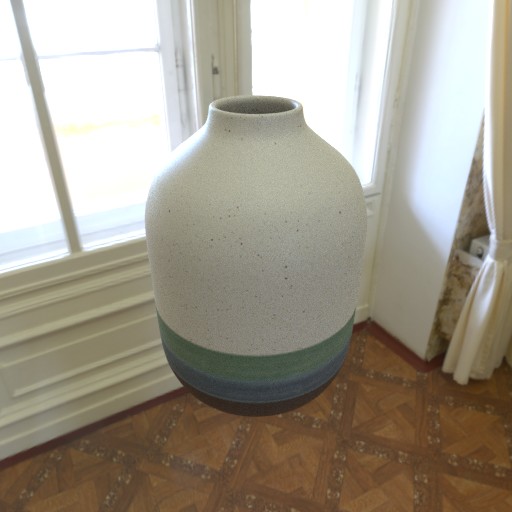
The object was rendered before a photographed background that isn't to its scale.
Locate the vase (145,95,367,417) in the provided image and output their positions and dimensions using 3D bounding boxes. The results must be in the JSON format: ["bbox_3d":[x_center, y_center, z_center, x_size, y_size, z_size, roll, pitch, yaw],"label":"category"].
[{"bbox_3d":[0.000,0.000,0.362,0.169,0.240,0.169,0,31,0],"label":"vase"}]
